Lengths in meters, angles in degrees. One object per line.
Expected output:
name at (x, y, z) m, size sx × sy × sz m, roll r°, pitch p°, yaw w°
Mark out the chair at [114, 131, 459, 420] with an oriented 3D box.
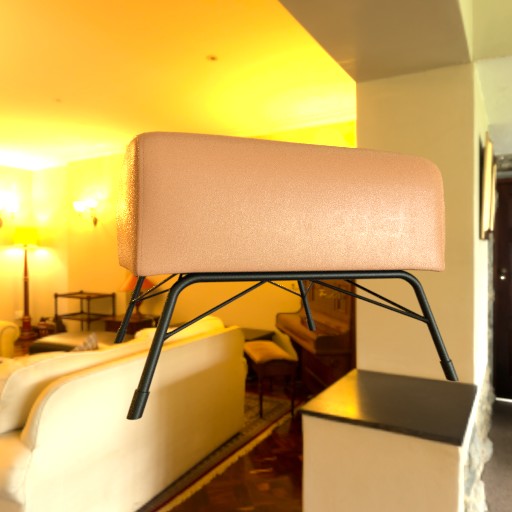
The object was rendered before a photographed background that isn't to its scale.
chair at (0.000, 0.000, 0.891) m, size 0.530 × 0.410 × 0.530 m, roll 0°, pitch 0°, yaw -20°
